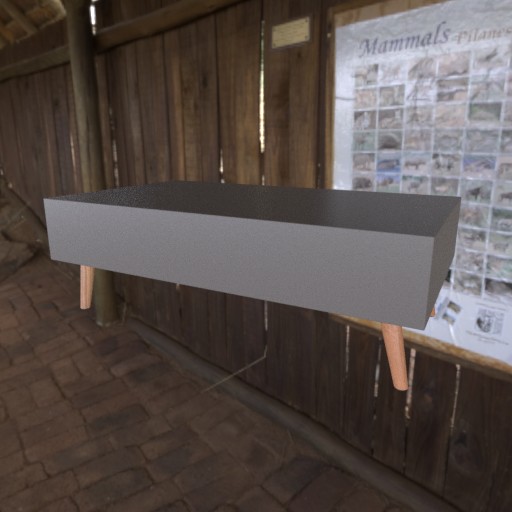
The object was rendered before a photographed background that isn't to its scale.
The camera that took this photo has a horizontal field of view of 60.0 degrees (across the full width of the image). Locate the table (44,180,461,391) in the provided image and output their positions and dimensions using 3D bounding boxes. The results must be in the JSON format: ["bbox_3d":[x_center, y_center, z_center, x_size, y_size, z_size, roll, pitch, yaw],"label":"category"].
[{"bbox_3d":[0.000,0.000,1.526,1.201,0.404,0.703,8,17,27],"label":"table"}]
